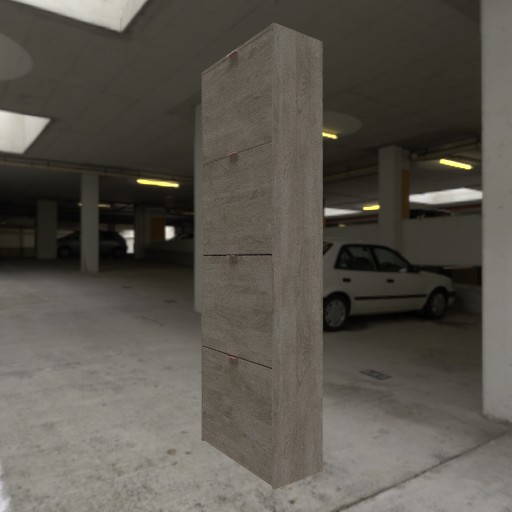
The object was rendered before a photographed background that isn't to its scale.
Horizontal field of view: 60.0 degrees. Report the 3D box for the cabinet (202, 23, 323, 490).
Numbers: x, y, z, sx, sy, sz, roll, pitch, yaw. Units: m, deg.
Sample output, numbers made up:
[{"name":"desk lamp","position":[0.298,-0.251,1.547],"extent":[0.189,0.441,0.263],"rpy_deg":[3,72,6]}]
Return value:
[{"name":"cabinet","position":[0.000,0.000,1.821],"extent":[0.250,1.630,0.520],"rpy_deg":[0,0,-36]}]
